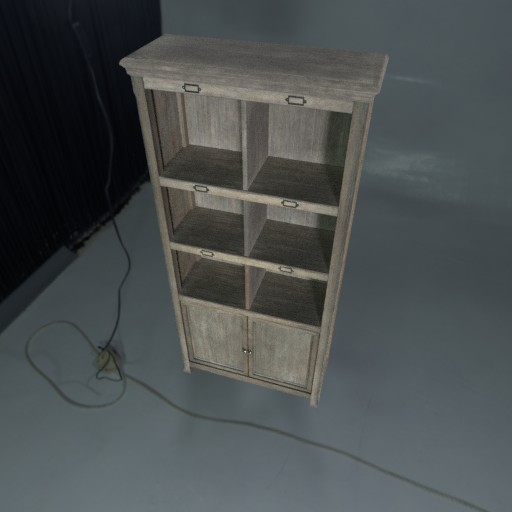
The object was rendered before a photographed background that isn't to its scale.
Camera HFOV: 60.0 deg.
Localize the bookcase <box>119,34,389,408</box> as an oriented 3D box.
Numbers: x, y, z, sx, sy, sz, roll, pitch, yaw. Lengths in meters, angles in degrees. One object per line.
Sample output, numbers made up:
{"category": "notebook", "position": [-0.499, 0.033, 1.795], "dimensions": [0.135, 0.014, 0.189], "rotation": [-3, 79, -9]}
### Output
{"category": "bookcase", "position": [0.000, 0.000, 2.195], "dimensions": [0.906, 1.880, 0.348], "rotation": [11, 42, 13]}
